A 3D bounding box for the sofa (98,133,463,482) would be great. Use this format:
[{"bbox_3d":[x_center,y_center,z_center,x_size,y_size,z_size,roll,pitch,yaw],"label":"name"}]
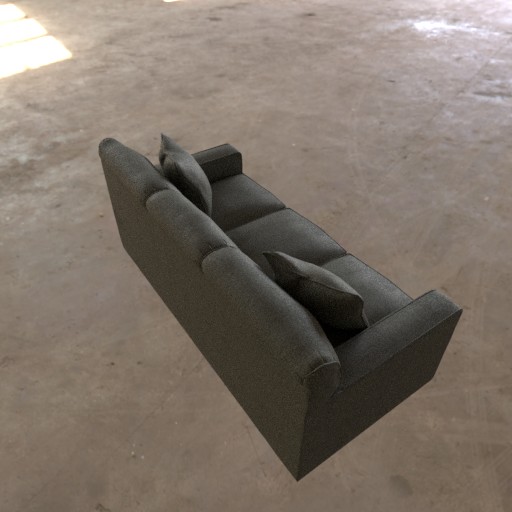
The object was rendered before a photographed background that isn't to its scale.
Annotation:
[{"bbox_3d":[0.000,0.000,2.545,0.997,0.958,2.024,-24,46,-26],"label":"sofa"}]
